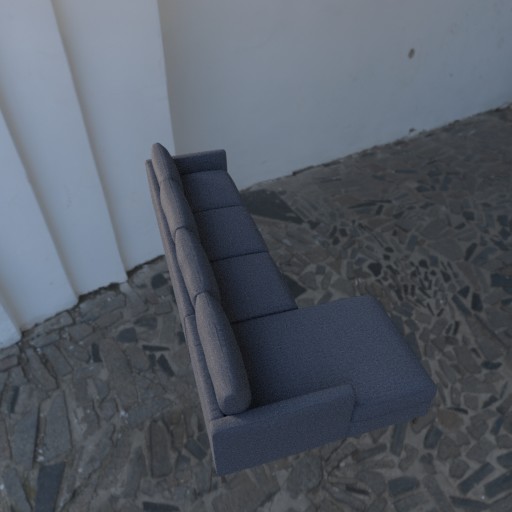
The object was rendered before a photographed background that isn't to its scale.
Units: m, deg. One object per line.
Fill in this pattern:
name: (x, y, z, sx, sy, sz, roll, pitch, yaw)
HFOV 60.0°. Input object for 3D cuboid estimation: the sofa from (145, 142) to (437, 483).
sofa: (0.000, 0.000, 2.900, 1.125, 0.673, 2.445, -12, 42, -13)
